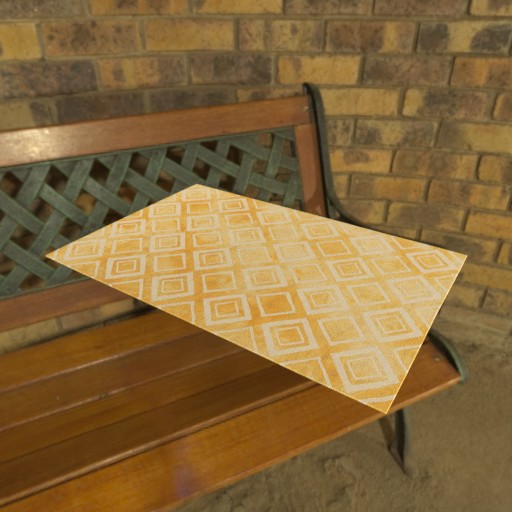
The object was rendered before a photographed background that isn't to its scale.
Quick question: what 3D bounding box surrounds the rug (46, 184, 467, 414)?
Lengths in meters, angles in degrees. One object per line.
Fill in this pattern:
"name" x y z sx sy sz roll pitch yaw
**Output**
"rug" 0.000 0.000 2.303 1.829 0.010 1.213 19 35 28
